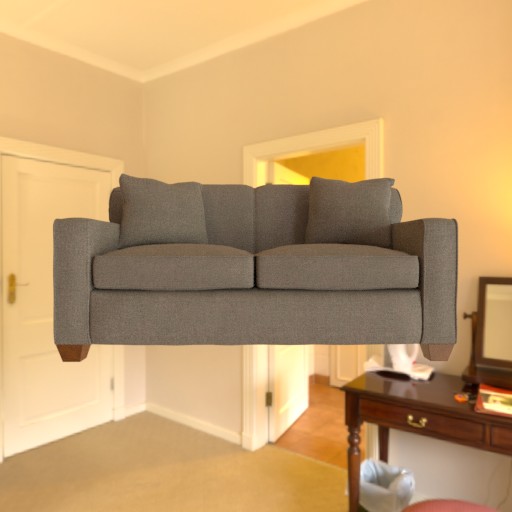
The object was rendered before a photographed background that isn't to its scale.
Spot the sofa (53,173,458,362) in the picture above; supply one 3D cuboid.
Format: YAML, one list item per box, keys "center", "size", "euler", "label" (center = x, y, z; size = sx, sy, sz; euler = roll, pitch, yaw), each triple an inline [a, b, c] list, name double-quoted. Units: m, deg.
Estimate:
- center: [0.000, 0.000, 2.452]
  size: [1.846, 0.958, 1.000]
  euler: [0, 1, -1]
  label: "sofa"
